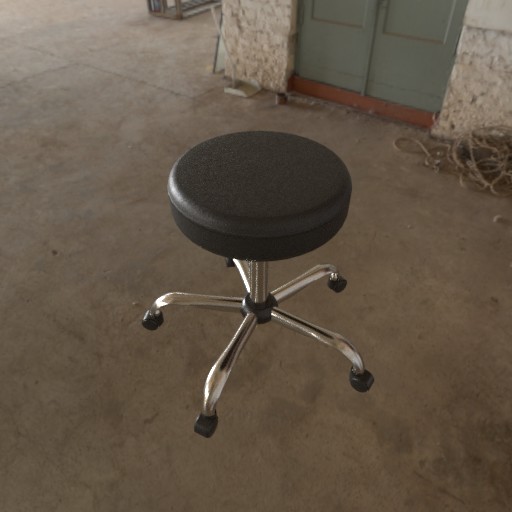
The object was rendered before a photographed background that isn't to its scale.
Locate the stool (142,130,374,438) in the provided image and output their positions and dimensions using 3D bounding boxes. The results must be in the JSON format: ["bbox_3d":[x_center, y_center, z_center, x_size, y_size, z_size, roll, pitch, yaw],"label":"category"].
[{"bbox_3d":[0.000,0.000,1.181,0.673,0.576,0.638,-11,43,-12],"label":"stool"}]
